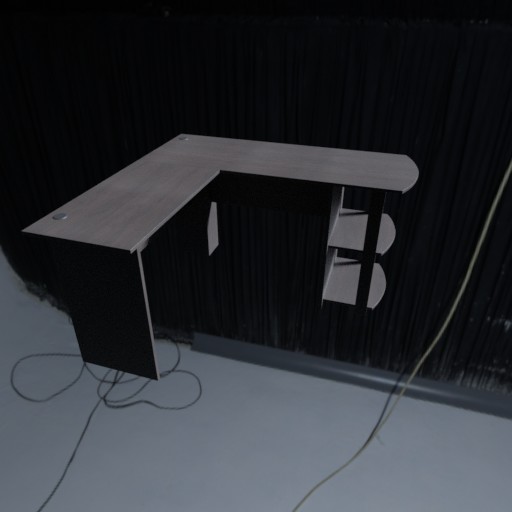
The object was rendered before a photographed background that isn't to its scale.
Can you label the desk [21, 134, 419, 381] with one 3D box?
[{"bbox_3d":[0.000,0.000,2.136,1.361,0.716,1.303,9,32,15],"label":"desk"}]
